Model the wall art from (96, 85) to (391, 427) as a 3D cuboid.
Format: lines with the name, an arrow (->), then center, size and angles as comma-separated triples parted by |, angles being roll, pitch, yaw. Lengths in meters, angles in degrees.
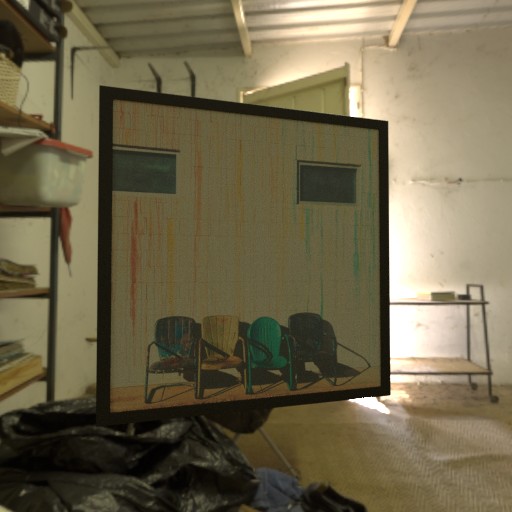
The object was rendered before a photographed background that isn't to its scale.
wall art -> 0.000, 0.000, 0.753 | 0.506, 0.506, 0.037 | 1, -2, -18
